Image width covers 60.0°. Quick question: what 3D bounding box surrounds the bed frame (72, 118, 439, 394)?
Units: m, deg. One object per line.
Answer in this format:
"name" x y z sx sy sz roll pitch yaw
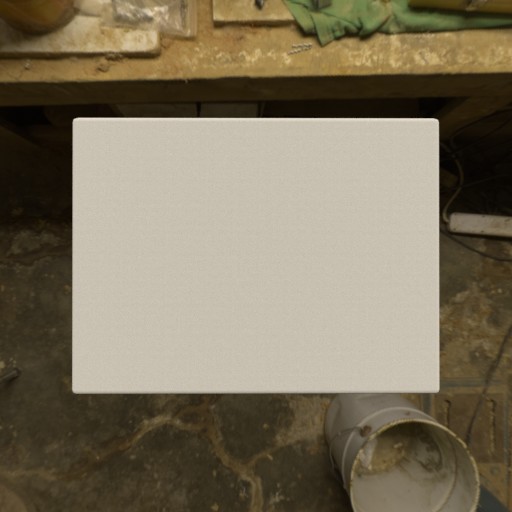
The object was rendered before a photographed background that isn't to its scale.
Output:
"bed frame" 0.000 0.000 3.465 2.635 0.680 1.990 0 90 0
